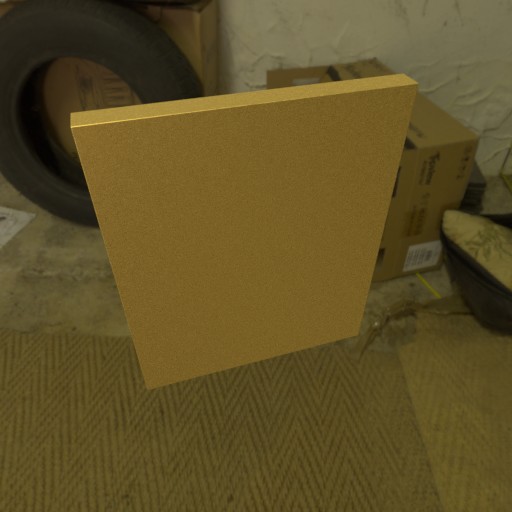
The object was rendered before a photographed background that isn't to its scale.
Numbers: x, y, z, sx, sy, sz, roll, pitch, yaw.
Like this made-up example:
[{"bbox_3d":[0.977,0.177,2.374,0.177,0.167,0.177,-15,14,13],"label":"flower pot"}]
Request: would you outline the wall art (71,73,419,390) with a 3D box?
[{"bbox_3d":[0.000,0.000,0.884,0.537,0.642,0.048,-12,43,-13],"label":"wall art"}]
